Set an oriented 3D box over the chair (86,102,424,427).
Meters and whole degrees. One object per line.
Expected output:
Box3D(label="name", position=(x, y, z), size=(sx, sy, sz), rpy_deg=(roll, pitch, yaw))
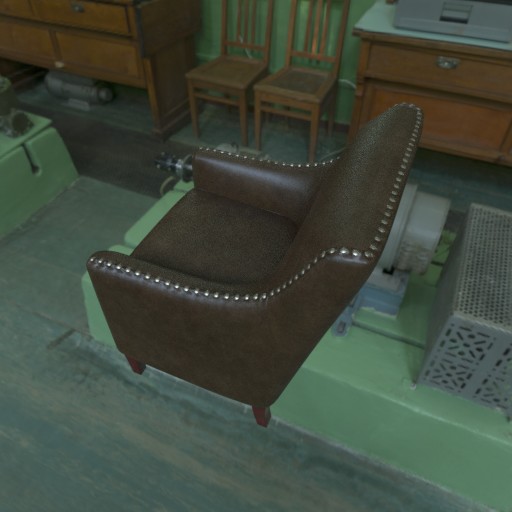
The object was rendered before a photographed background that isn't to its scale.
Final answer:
Box3D(label="chair", position=(0.000, 0.000, 1.301), size=(0.704, 0.813, 0.639), rpy_deg=(17, 47, 16))
